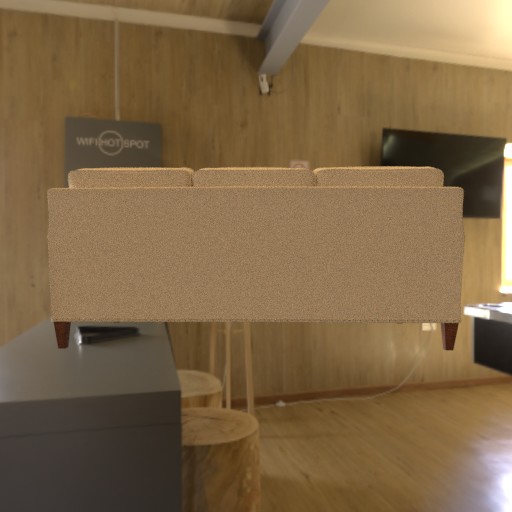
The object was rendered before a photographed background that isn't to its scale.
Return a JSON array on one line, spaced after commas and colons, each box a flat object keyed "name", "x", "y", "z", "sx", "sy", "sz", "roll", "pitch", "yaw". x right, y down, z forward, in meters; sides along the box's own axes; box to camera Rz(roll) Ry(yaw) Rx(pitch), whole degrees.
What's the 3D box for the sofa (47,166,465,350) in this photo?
[{"name": "sofa", "x": 0.000, "y": 0.000, "z": 2.820, "sx": 2.246, "sy": 1.003, "sz": 1.084, "roll": 0, "pitch": 1, "yaw": 1}]
